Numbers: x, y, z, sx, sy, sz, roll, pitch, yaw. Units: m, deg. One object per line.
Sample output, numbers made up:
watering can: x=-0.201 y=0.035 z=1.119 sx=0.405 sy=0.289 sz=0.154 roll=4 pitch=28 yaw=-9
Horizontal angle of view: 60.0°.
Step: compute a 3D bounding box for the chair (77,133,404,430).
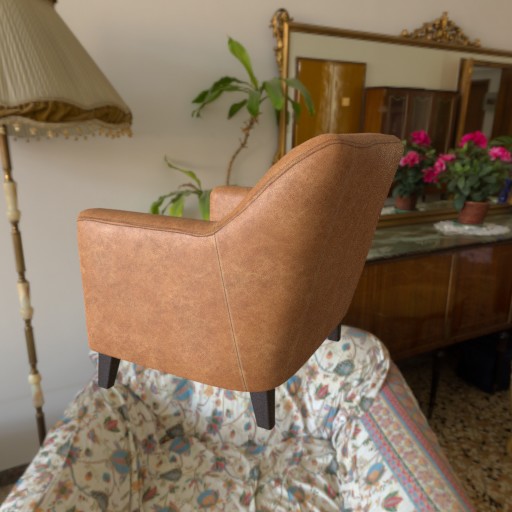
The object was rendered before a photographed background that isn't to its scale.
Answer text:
chair: x=0.000 y=0.000 z=1.841 sx=1.034 sy=0.980 sz=1.037 roll=8 pitch=17 yaw=26
